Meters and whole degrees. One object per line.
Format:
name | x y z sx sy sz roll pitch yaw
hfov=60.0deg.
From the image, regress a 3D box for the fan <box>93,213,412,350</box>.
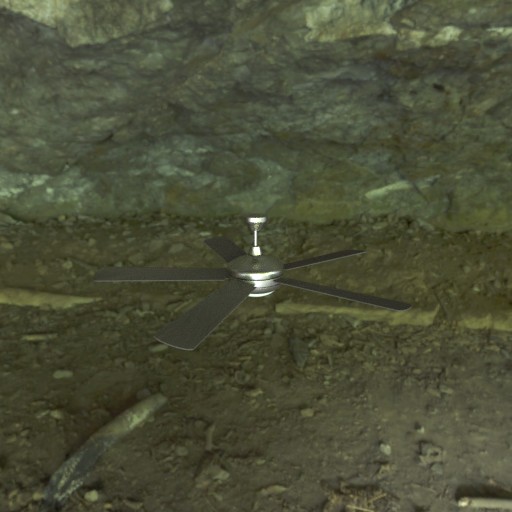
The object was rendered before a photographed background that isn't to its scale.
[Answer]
fan | 0.000 0.000 1.924 1.321 0.356 1.321 16 22 43
